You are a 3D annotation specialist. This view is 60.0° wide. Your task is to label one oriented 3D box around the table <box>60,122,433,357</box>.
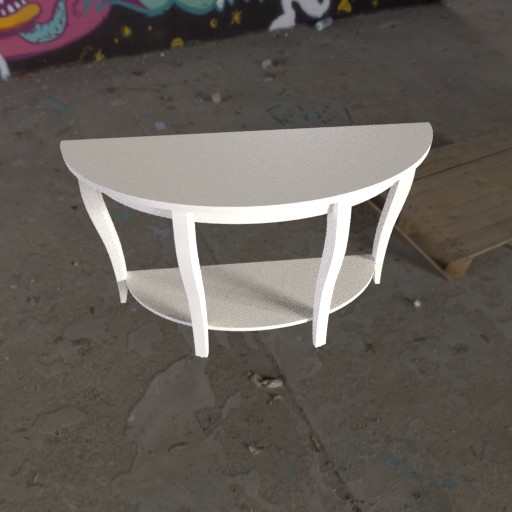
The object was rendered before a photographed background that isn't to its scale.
[{"bbox_3d":[0.000,0.000,1.606,1.219,0.780,0.394,-4,46,-4],"label":"table"}]
